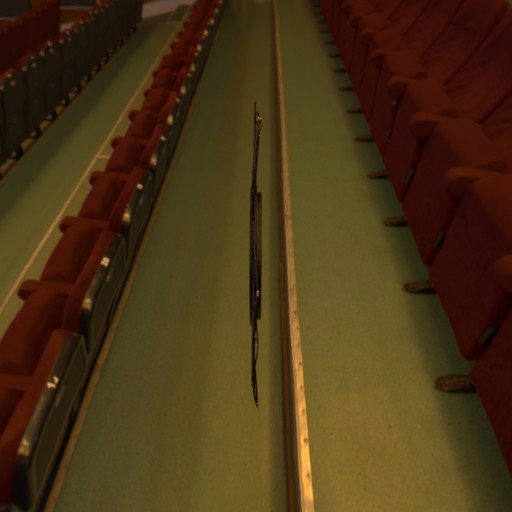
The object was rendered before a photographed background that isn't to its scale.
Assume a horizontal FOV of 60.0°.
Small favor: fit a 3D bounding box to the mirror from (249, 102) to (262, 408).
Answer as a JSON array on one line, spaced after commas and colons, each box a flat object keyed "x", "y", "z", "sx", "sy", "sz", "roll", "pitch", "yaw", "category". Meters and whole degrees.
[{"x": 0.000, "y": 0.000, "z": 1.196, "sx": 0.028, "sy": 0.775, "sz": 0.797, "roll": 0, "pitch": 41, "yaw": 0, "category": "mirror"}]
